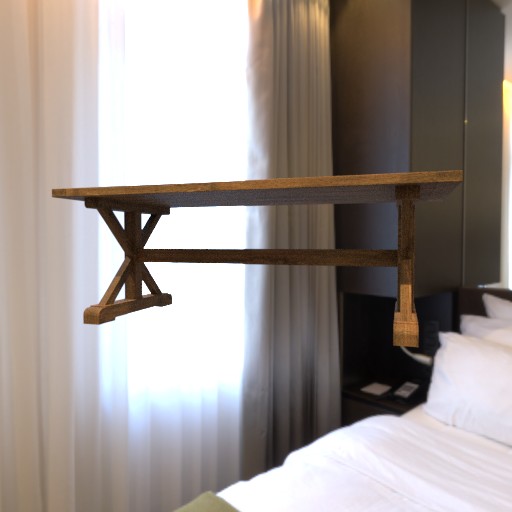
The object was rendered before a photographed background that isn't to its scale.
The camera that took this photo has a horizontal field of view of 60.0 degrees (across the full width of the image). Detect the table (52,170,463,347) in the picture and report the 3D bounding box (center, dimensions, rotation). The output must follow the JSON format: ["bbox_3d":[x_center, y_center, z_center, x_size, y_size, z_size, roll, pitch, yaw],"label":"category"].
[{"bbox_3d":[0.000,0.000,2.525,2.031,0.733,0.907,1,2,18],"label":"table"}]
